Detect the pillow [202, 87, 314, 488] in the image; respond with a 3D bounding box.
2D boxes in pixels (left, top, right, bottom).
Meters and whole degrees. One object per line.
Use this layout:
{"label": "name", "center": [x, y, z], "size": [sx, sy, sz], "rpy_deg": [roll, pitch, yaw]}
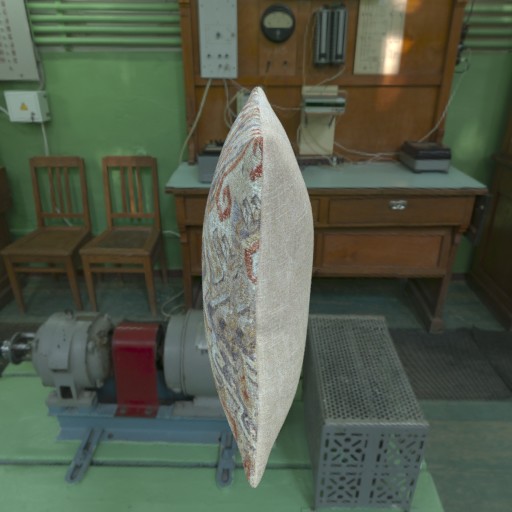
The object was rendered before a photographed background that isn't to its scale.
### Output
{"label": "pillow", "center": [0.000, 0.000, 0.764], "size": [0.166, 0.506, 0.523], "rpy_deg": [0, 26, 0]}
